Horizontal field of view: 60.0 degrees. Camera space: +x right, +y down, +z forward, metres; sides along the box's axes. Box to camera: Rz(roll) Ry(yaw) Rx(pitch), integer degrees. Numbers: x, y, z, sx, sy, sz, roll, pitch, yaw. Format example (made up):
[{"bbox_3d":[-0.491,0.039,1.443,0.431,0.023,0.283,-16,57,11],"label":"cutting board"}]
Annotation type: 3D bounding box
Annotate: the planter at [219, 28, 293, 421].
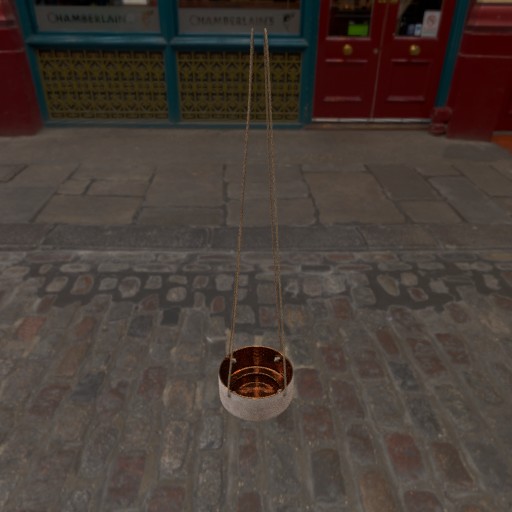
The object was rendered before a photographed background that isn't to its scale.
[{"bbox_3d":[0.000,0.000,1.127,0.223,1.030,0.223,-1,29,-2],"label":"planter"}]
